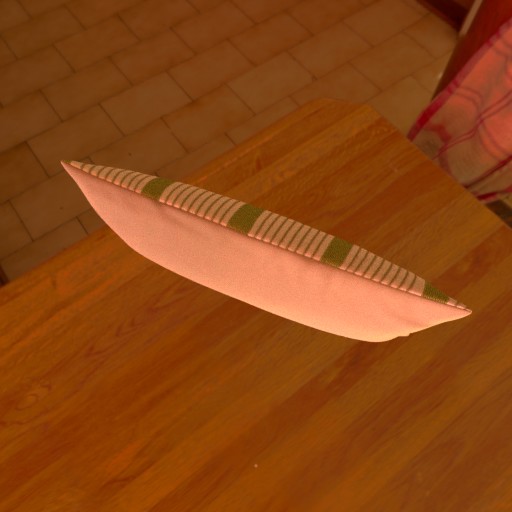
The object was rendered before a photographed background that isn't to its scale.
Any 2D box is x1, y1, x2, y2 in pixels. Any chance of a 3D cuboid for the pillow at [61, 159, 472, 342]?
[{"bbox_3d":[0.000,0.000,0.744,0.608,0.292,0.156,21,66,10],"label":"pillow"}]
